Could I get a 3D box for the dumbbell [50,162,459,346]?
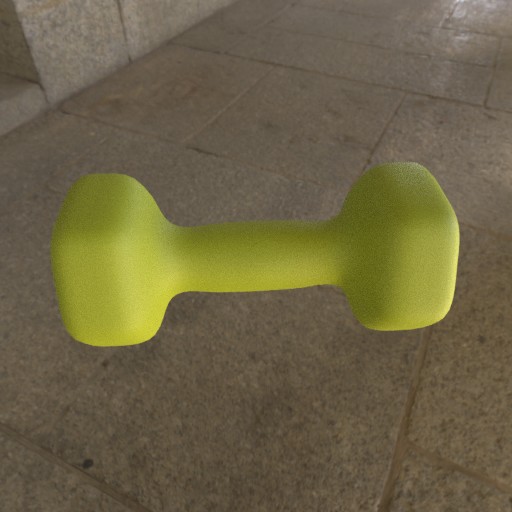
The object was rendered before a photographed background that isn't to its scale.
[{"bbox_3d":[0.000,0.000,0.200,0.164,0.072,0.080,-2,46,-2],"label":"dumbbell"}]
